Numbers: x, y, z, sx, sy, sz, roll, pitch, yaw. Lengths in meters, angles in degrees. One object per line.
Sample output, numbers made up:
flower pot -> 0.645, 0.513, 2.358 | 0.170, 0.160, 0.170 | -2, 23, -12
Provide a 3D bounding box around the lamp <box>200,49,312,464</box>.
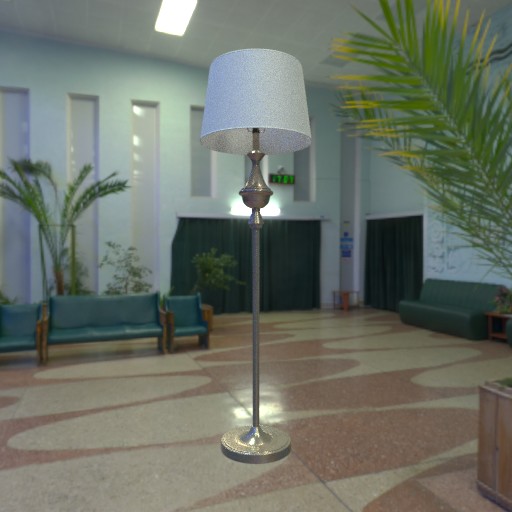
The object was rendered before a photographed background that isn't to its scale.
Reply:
lamp -> 0.000, 0.000, 1.714 | 0.431, 1.488, 0.431 | 0, 1, 0
